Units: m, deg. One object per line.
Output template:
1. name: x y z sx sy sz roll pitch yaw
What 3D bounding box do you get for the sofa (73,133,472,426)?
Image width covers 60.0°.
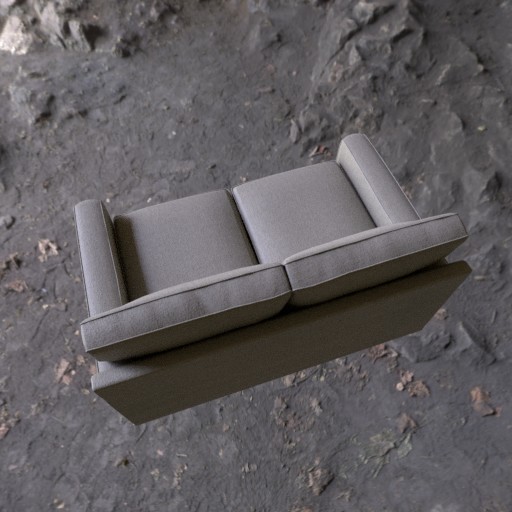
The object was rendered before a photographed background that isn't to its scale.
1. sofa: 0.000 0.000 2.040 1.484 0.853 0.940 -16 60 -9
